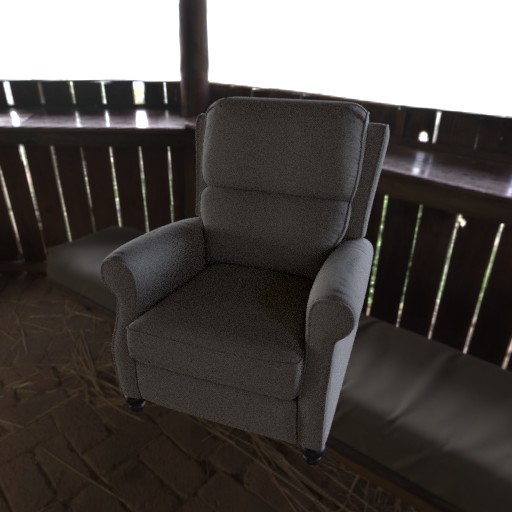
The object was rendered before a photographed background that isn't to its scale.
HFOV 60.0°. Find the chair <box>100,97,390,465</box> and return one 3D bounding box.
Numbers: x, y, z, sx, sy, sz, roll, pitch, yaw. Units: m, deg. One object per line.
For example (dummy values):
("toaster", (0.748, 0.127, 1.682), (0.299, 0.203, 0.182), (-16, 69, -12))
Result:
("chair", (0.000, 0.000, 1.676), (0.859, 1.046, 0.919), (9, 28, 18))
